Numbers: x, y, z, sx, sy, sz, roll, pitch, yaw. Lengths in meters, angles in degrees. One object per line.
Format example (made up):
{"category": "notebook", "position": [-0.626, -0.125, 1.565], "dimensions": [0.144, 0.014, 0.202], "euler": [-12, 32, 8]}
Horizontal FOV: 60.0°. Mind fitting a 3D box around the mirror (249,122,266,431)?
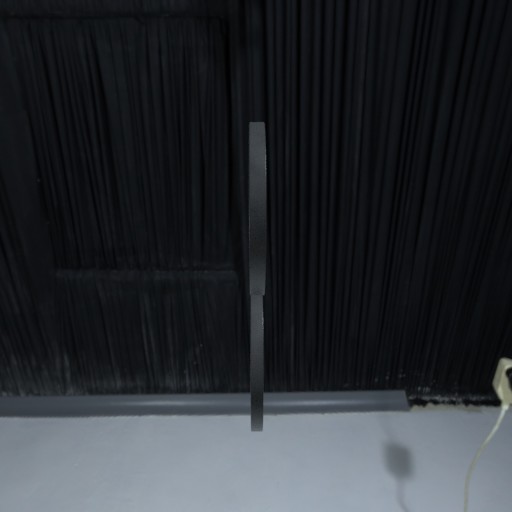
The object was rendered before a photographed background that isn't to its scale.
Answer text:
{"category": "mirror", "position": [0.000, 0.000, 3.221], "dimensions": [0.076, 2.096, 2.160], "euler": [0, 27, 0]}
